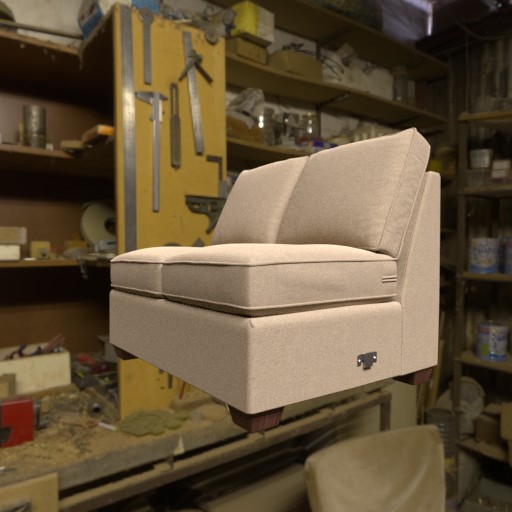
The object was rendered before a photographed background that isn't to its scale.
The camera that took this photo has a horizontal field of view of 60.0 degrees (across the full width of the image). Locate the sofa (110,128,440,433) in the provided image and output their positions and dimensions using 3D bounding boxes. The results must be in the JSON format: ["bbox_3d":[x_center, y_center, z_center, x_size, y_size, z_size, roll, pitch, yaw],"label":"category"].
[{"bbox_3d":[0.000,0.000,1.990,0.951,1.008,1.237,-1,1,-36],"label":"sofa"}]
